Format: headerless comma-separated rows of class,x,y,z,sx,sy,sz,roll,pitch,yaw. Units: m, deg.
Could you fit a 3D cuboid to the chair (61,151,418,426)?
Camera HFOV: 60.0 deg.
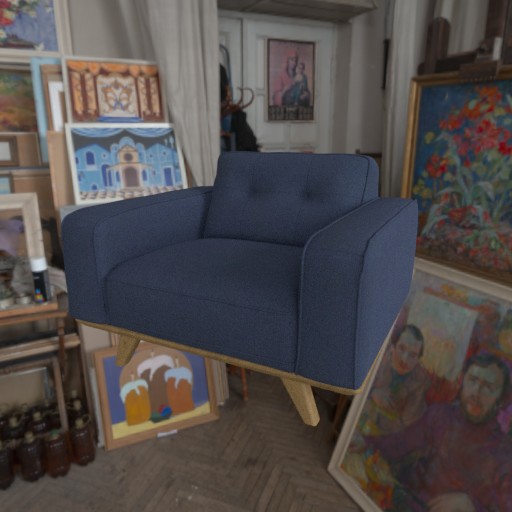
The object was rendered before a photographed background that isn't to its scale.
chair,0.000,0.000,1.766,1.118,0.783,0.953,8,17,26
